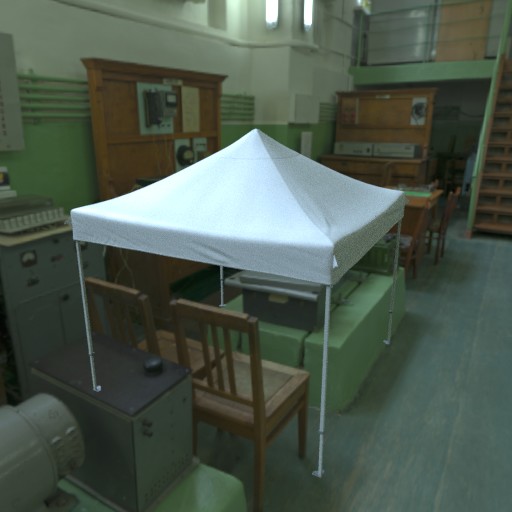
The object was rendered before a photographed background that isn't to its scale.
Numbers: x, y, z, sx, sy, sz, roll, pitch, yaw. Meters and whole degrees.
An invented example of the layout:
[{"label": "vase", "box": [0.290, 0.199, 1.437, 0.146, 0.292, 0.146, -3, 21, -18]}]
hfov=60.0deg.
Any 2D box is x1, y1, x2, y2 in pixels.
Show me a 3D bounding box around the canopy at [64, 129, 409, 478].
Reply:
[{"label": "canopy", "box": [0.000, 0.000, 5.436, 2.996, 2.998, 2.994, 9, 20, 27]}]
